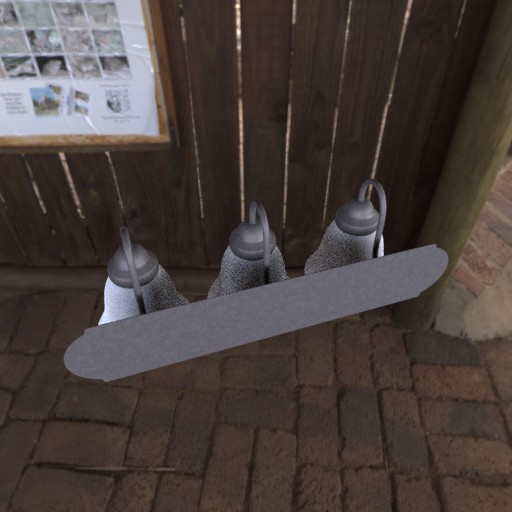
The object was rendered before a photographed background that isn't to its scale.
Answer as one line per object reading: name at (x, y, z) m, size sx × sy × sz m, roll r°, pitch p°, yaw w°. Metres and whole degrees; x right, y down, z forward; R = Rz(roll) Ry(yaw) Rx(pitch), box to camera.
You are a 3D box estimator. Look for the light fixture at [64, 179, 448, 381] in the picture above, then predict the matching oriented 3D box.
light fixture at (0.000, 0.000, 0.723) m, size 0.610 × 0.222 × 0.199 m, roll -13°, pitch 43°, yaw -14°
